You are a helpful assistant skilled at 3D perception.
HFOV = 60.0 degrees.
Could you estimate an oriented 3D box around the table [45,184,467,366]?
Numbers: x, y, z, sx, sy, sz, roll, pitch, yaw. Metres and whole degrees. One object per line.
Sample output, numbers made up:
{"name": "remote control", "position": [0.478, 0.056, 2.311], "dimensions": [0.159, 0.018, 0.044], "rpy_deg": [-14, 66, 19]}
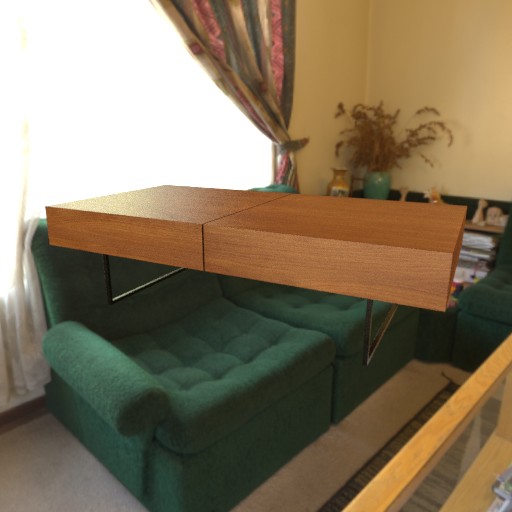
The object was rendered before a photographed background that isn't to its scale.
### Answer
{"name": "table", "position": [0.000, 0.000, 1.452], "dimensions": [1.194, 0.330, 0.610], "rpy_deg": [8, 18, 26]}
